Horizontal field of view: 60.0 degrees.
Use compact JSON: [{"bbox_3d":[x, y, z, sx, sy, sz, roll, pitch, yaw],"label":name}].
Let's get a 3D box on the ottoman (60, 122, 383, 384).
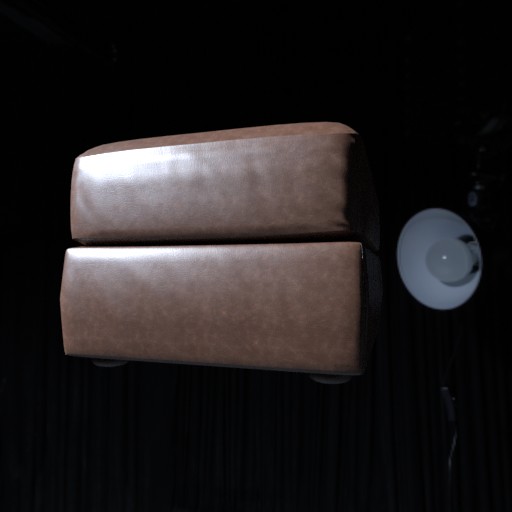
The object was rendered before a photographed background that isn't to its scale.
[{"bbox_3d":[0.000,0.000,1.137,0.603,0.476,0.751,-1,-2,18],"label":"ottoman"}]
